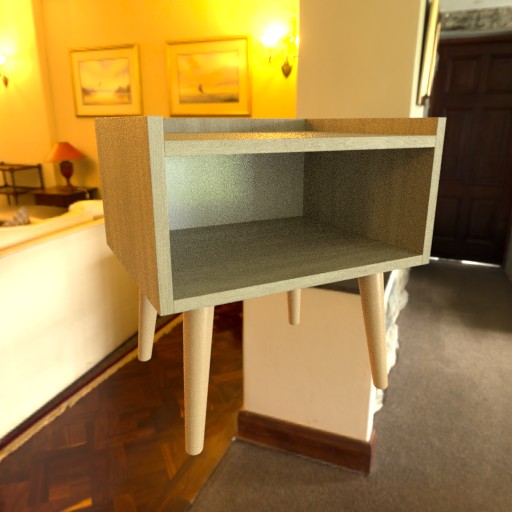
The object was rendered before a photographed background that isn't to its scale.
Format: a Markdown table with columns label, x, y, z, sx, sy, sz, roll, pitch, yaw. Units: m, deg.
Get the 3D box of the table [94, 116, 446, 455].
| label | x | y | z | sx | sy | sz | roll | pitch | yaw |
| --- | --- | --- | --- | --- | --- | --- | --- | --- | --- |
| table | 0.000 | 0.000 | 0.790 | 0.450 | 0.470 | 0.370 | -9 | 19 | -26 |
